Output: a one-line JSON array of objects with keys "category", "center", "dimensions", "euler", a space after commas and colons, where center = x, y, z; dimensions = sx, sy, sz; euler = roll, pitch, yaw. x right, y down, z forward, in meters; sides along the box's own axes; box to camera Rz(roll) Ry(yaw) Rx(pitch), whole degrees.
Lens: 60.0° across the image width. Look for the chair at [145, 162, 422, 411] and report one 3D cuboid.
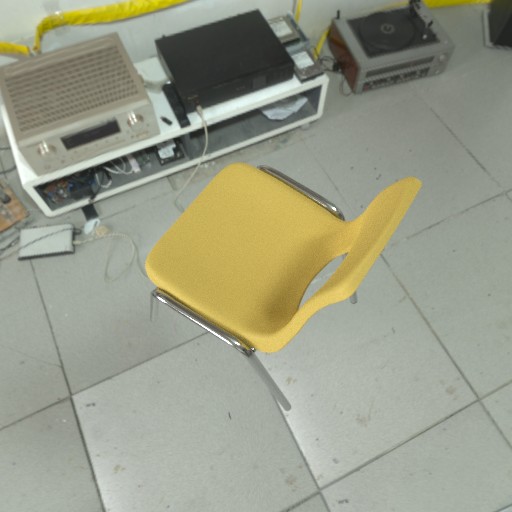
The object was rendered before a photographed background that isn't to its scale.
[{"category": "chair", "center": [0.000, 0.000, 0.910], "dimensions": [0.436, 0.653, 0.381], "euler": [32, 68, 14]}]
